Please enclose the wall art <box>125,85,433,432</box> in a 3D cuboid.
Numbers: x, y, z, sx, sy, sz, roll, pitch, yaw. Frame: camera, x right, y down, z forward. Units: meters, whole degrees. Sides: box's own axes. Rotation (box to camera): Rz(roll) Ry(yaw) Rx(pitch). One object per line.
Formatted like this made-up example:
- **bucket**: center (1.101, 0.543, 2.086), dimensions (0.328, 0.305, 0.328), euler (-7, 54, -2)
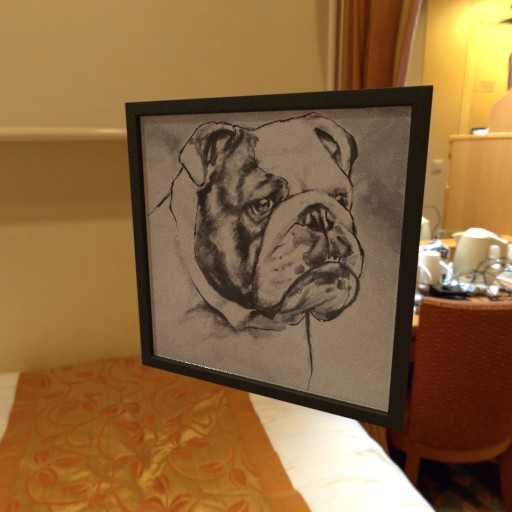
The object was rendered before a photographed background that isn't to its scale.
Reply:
- **wall art**: center (0.000, 0.000, 0.962), dimensions (0.663, 0.659, 0.016), euler (6, 15, 25)
